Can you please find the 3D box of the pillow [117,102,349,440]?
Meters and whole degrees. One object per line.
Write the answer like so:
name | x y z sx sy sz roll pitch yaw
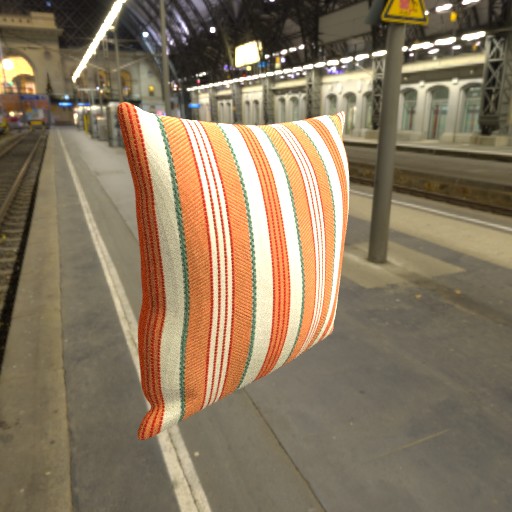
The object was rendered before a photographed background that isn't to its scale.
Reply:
pillow | 0.000 0.000 0.685 0.440 0.441 0.182 -17 24 -42
